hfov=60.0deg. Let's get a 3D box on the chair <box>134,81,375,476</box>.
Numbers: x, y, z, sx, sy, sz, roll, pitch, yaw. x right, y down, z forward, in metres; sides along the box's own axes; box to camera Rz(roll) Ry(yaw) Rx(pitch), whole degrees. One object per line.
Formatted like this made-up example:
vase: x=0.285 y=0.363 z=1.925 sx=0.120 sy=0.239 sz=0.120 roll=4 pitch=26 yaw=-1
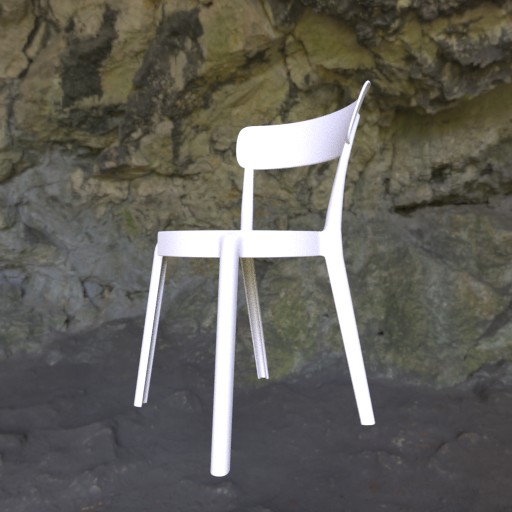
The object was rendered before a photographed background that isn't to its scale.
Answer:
chair: x=0.000 y=0.000 z=1.119 sx=0.491 sy=0.790 sz=0.506 roll=-1 pitch=2 yaw=-35
